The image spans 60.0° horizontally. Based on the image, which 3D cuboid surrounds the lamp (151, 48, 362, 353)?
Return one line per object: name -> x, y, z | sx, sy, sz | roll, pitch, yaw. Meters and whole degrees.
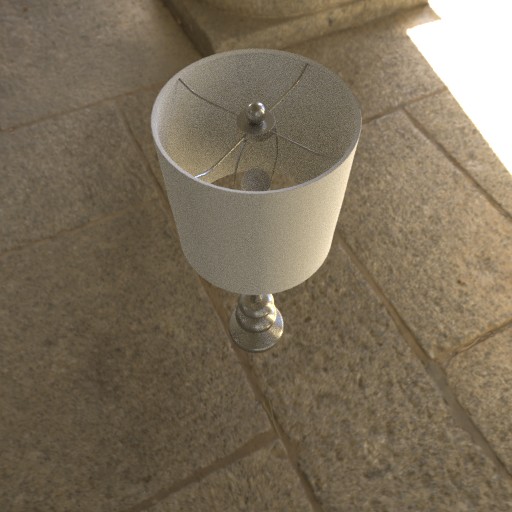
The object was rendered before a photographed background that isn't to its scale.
lamp -> 0.000, 0.000, 0.819 | 0.254, 0.690, 0.254 | 31, 63, 17
